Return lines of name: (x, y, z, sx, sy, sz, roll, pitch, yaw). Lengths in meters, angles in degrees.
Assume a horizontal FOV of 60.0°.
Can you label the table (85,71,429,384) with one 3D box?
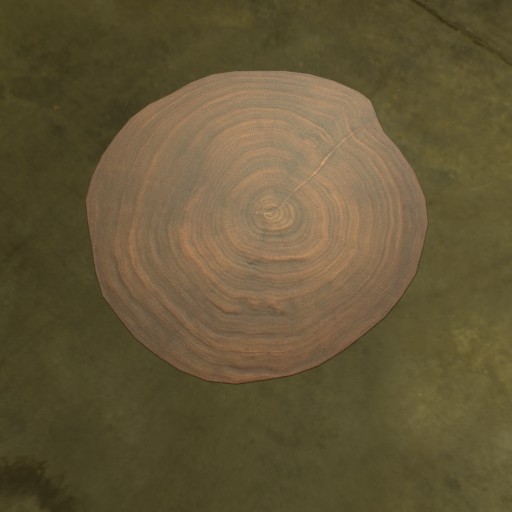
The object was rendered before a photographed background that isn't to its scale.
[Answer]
table: (0.000, 0.000, 0.865, 0.494, 0.476, 0.477, -2, 74, -1)
